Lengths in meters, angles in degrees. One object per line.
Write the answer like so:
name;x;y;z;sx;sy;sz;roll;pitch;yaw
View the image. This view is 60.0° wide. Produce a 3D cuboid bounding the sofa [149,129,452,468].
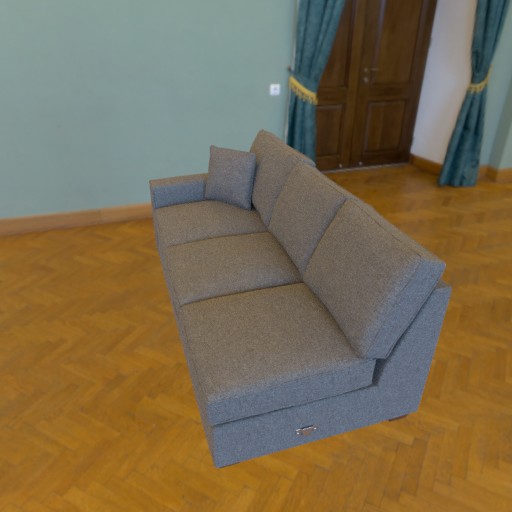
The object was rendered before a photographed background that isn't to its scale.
sofa;0.000;0.000;2.552;1.034;0.946;1.963;-9;32;-15
